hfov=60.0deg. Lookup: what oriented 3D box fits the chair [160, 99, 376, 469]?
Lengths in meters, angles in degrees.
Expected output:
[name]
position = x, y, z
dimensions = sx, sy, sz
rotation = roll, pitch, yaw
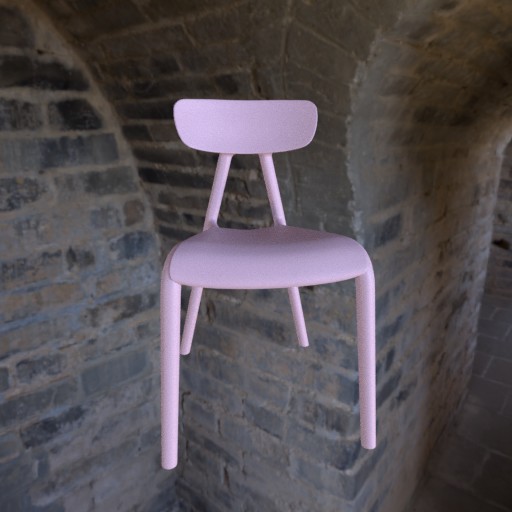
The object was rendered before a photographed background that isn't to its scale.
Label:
[chair]
position = 0.000, 0.000, 0.834
dimensions = 0.356, 0.580, 0.401
rotation = -2, 15, -8
